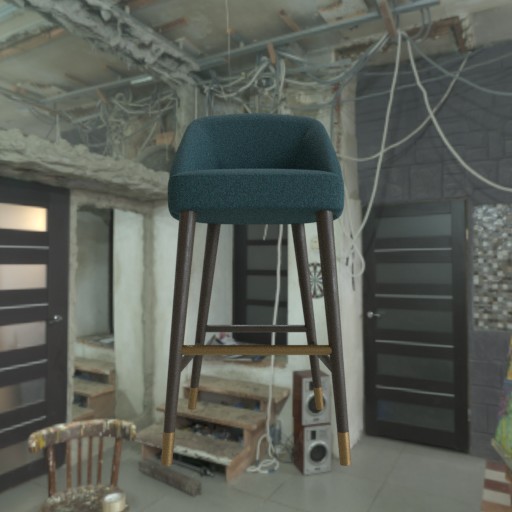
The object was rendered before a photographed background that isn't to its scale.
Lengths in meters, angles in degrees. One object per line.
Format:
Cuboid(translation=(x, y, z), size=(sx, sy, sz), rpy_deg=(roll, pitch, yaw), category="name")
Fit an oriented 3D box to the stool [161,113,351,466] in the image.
Cuboid(translation=(0.000, 0.000, 1.343), size=(0.536, 1.032, 0.522), rpy_deg=(0, -1, 0), category="stool")
